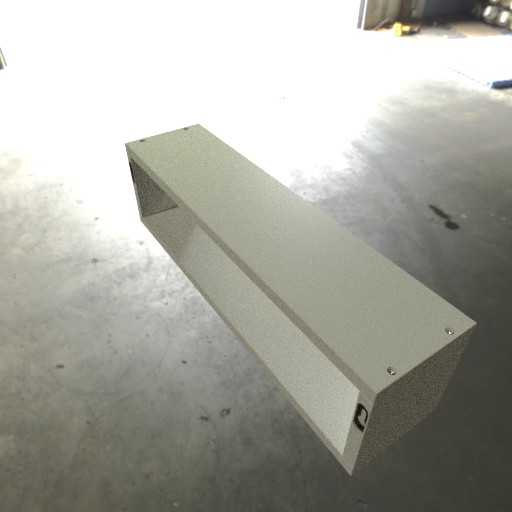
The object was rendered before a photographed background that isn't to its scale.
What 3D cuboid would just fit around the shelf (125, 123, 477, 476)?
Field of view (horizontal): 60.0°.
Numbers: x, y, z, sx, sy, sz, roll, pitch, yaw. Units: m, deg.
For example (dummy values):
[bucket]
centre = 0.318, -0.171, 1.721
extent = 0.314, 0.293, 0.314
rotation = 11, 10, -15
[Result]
[shelf]
centre = 0.000, 0.000, 0.682
extent = 0.150, 0.170, 0.610
rotation = -24, 46, -25
